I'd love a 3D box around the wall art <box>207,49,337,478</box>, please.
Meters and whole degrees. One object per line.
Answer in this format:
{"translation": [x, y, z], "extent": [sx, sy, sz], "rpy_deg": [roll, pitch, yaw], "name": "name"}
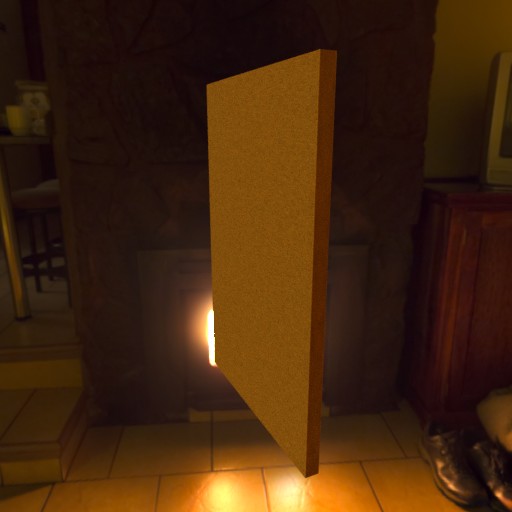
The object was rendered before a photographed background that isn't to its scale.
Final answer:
{"translation": [0.000, 0.000, 1.181], "extent": [0.037, 0.914, 0.610], "rpy_deg": [-7, 16, -24], "name": "wall art"}
